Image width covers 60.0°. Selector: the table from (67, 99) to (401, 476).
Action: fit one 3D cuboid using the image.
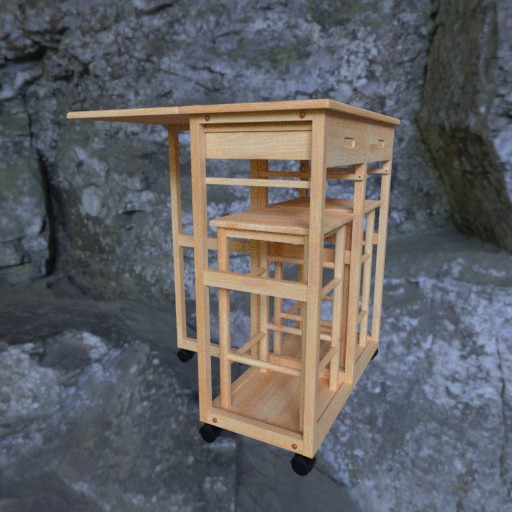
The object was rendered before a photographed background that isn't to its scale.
[{"bbox_3d":[0.000,0.000,1.383,0.693,0.832,0.752,7,15,27],"label":"table"}]
